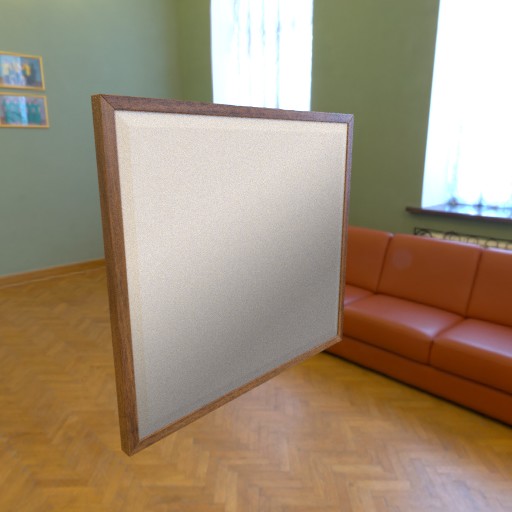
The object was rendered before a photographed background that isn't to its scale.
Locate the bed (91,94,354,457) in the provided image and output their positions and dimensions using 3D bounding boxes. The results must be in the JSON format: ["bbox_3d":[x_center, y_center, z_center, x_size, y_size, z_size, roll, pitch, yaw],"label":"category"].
[{"bbox_3d":[0.000,0.000,1.474,0.043,0.940,1.041,13,19,42],"label":"bed"}]
